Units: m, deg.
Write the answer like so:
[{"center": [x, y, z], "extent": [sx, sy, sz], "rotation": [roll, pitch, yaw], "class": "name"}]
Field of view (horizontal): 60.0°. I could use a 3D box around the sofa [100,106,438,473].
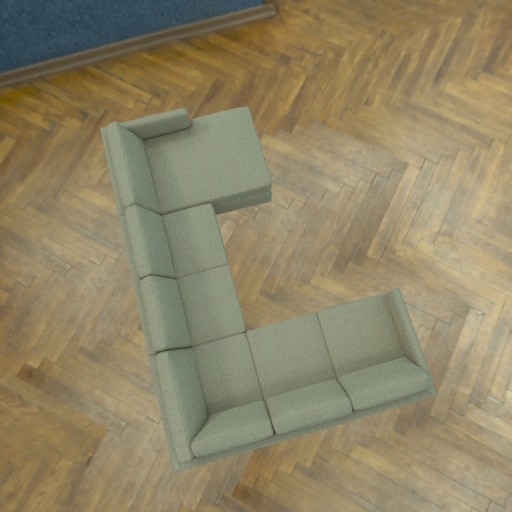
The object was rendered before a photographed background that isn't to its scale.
[{"center": [0.000, 0.000, 4.516], "extent": [2.427, 0.882, 3.460], "rotation": [-15, 76, -4], "class": "sofa"}]
